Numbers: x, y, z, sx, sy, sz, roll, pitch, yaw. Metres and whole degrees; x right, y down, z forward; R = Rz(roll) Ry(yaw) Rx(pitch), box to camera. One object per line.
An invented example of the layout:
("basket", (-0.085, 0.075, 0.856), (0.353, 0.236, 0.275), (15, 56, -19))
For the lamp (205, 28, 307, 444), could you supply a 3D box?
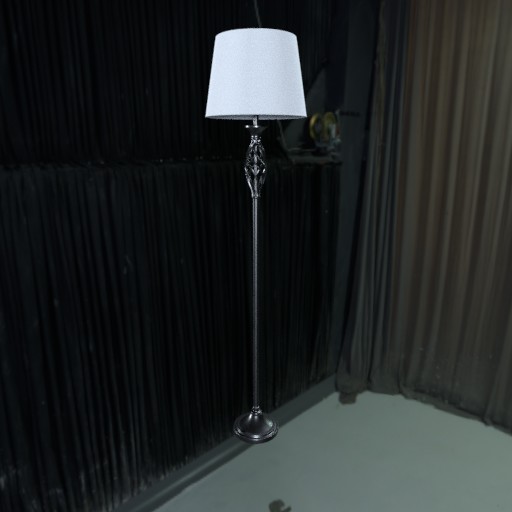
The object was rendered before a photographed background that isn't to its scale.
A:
("lamp", (0.000, 0.000, 1.802), (0.379, 1.623, 0.379), (0, 15, 0))
